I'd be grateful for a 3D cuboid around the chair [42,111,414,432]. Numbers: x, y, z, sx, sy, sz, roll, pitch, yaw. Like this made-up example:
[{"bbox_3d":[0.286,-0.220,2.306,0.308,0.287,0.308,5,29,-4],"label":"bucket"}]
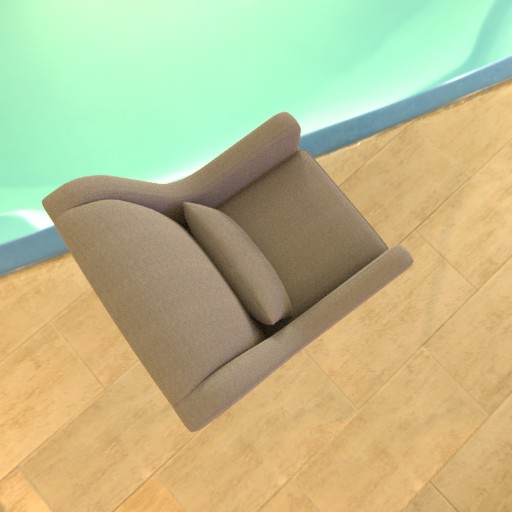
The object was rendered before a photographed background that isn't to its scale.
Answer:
[{"bbox_3d":[0.000,0.000,1.596,0.890,1.017,0.715,-35,78,-9],"label":"chair"}]
